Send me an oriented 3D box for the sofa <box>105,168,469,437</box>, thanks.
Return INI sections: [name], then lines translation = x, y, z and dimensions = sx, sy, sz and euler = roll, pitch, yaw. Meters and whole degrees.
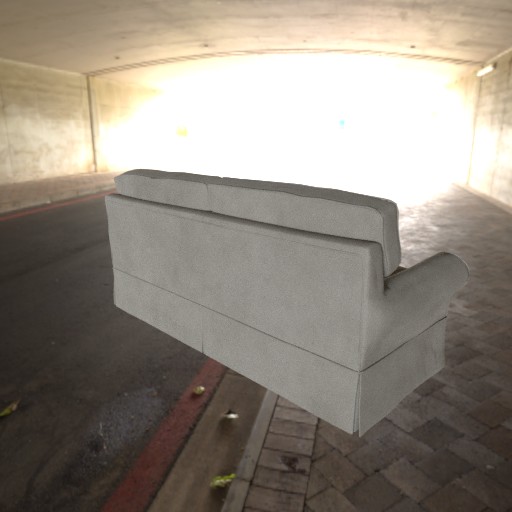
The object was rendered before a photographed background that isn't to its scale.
[sofa]
translation = 0.000, 0.000, 2.744
dimensions = 0.900, 1.014, 2.246
euler = -15, 21, -43
